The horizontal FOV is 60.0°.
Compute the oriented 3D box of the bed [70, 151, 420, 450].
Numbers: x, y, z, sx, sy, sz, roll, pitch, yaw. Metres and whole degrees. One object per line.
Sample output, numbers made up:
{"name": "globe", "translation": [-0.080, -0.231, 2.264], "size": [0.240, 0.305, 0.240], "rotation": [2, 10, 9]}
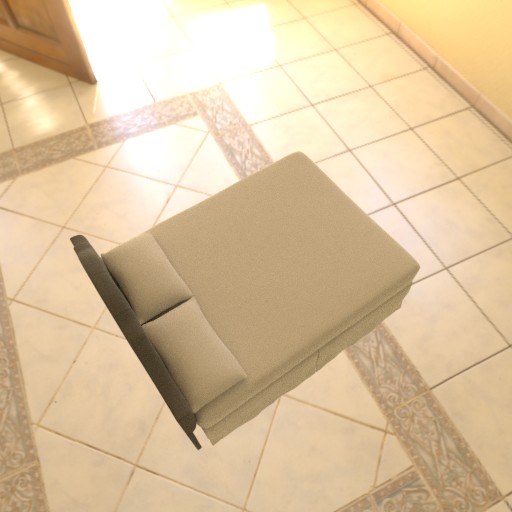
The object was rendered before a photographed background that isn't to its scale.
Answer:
{"name": "bed", "translation": [0.000, 0.000, 3.337], "size": [2.155, 1.575, 1.636], "rotation": [-31, 63, -18]}
